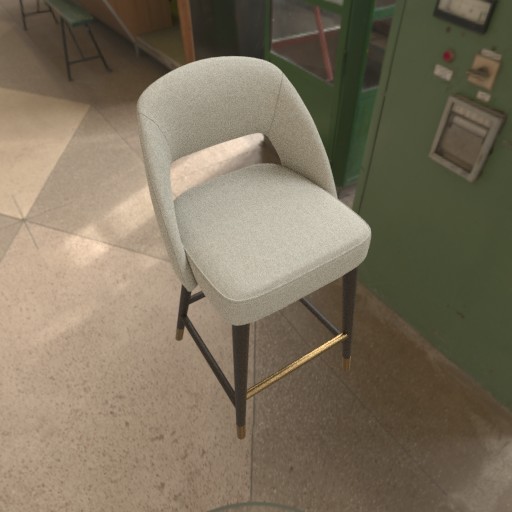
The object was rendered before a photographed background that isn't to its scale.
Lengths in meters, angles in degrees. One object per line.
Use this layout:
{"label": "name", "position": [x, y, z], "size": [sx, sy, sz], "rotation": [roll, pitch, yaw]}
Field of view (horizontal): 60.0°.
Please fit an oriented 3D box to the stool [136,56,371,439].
{"label": "stool", "position": [0.000, 0.000, 1.266], "size": [0.494, 0.940, 0.509], "rotation": [-25, 50, -23]}
